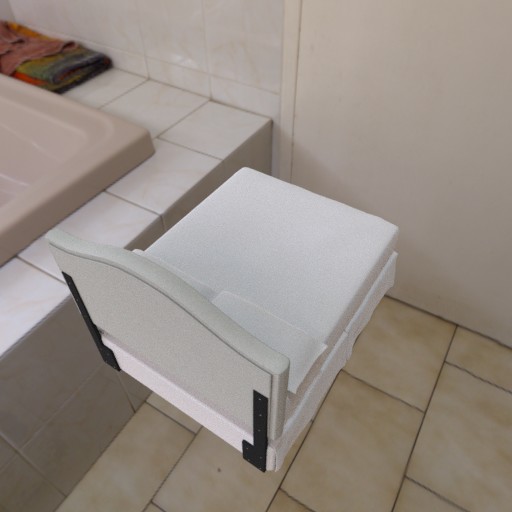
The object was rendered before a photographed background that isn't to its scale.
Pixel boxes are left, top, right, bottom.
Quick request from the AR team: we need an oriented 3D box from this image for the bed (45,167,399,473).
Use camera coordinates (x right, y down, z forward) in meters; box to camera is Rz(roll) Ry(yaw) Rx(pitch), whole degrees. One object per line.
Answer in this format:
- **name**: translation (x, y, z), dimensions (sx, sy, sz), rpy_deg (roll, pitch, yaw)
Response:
- **bed**: translation (0.000, 0.000, 3.463), dimensions (1.813, 1.607, 2.180), rpy_deg (26, 51, 22)
